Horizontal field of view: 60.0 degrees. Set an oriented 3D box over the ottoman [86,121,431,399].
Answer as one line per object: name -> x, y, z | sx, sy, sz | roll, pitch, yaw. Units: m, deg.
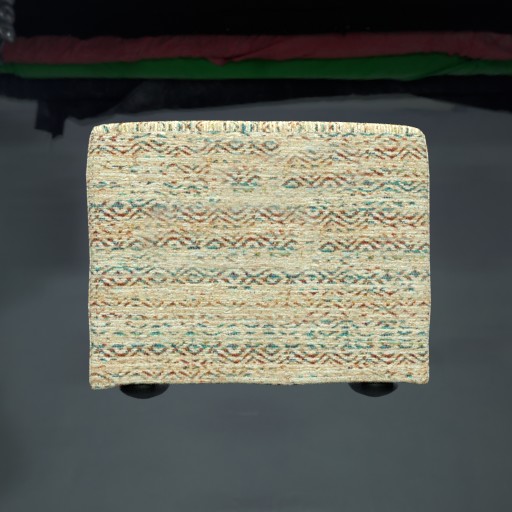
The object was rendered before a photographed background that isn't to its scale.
ottoman -> 0.000, 0.000, 0.905 | 0.521, 0.453, 0.512 | 0, 1, -1
